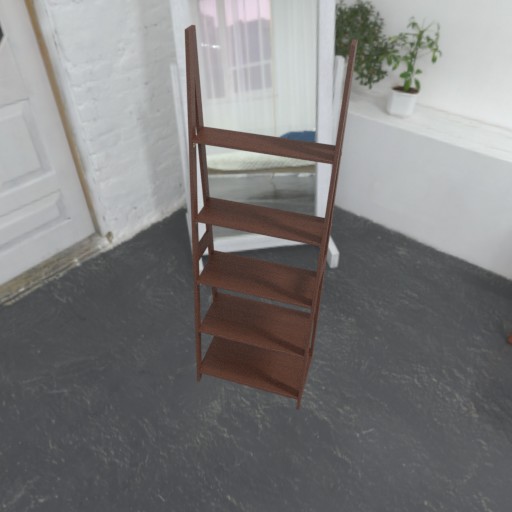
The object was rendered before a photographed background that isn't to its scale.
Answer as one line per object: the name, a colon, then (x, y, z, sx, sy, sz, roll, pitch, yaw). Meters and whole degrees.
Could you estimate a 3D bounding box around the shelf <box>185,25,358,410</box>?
shelf: (0.000, 0.000, 1.991, 0.600, 1.770, 0.350, 12, 43, 13)
